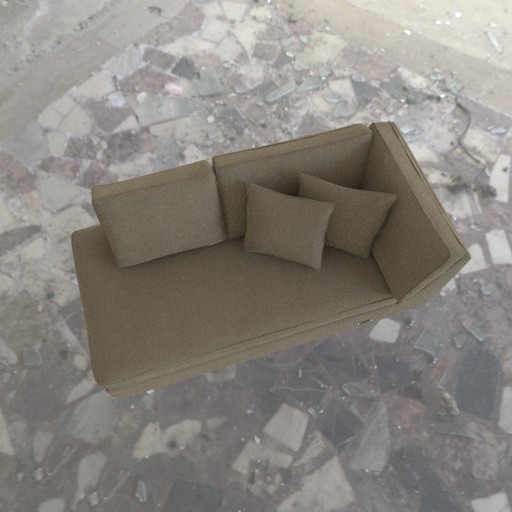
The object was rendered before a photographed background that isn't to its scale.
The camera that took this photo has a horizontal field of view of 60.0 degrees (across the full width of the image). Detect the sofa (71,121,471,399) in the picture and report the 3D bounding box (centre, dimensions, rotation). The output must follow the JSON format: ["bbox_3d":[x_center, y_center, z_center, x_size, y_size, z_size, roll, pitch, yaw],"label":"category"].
[{"bbox_3d":[0.000,0.000,2.826,2.238,1.019,1.110,-15,65,-7],"label":"sofa"}]
